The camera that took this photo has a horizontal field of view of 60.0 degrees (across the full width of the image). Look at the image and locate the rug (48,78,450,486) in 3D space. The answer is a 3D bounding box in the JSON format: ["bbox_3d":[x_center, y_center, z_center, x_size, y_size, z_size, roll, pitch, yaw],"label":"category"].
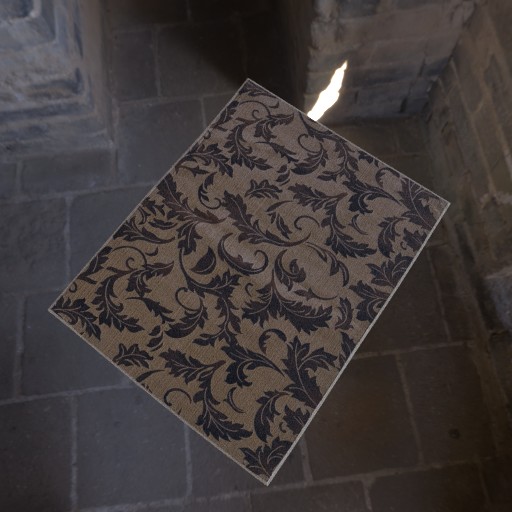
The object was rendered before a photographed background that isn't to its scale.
[{"bbox_3d":[0.000,0.000,4.015,2.380,0.008,2.977,35,77,9],"label":"rug"}]
